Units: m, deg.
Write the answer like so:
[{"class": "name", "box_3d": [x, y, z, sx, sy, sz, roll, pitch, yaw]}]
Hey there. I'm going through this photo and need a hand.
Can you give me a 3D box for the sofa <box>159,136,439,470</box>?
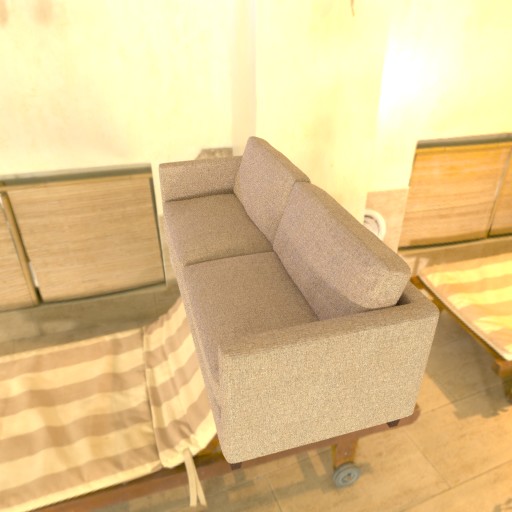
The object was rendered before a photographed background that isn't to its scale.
[{"class": "sofa", "box_3d": [0.000, 0.000, 2.724, 0.951, 0.965, 2.208, -9, 32, -14]}]
